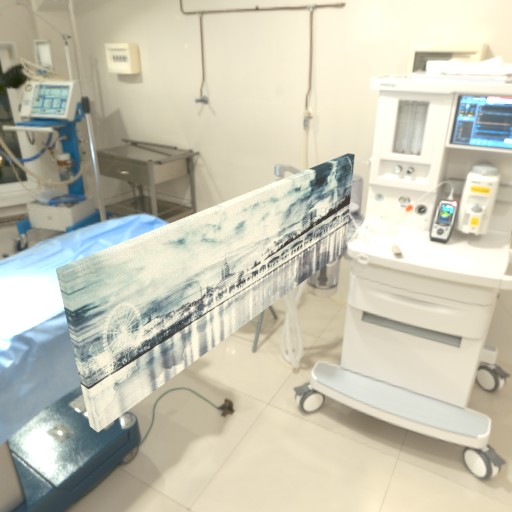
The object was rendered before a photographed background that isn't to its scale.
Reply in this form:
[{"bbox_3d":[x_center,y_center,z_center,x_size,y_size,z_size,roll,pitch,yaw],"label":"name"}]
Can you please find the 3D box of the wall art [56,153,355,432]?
[{"bbox_3d":[0.000,0.000,1.694,0.037,0.509,1.524,18,31,33],"label":"wall art"}]
